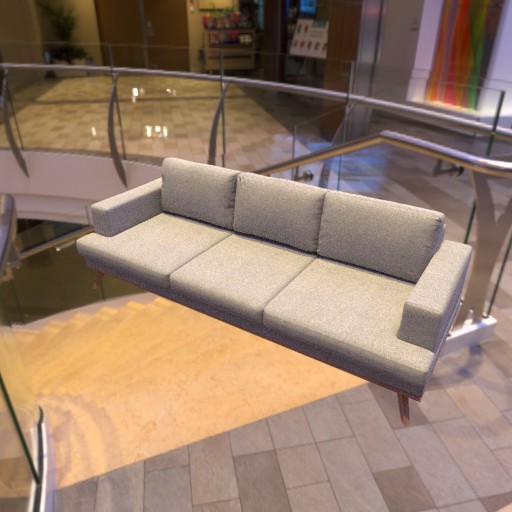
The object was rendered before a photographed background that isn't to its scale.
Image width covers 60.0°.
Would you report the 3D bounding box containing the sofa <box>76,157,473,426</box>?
[{"bbox_3d":[0.000,0.000,2.749,2.310,0.810,0.920,17,33,28],"label":"sofa"}]
